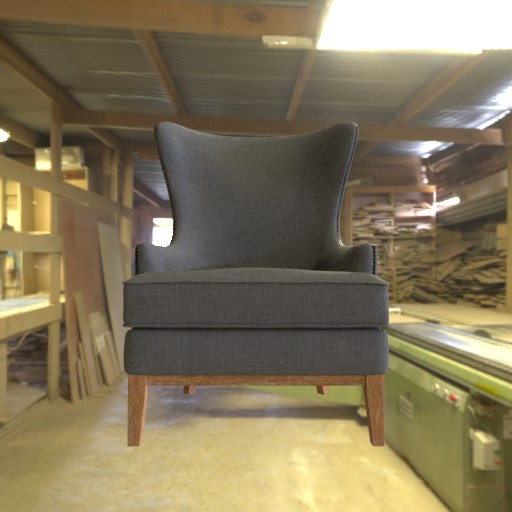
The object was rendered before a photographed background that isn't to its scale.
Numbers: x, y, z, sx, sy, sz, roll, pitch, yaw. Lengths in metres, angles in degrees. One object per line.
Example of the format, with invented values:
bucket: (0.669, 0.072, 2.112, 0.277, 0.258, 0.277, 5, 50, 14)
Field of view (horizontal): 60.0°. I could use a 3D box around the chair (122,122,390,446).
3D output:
chair: (0.000, 0.000, 1.766, 0.864, 1.176, 0.883, 0, -1, 0)
